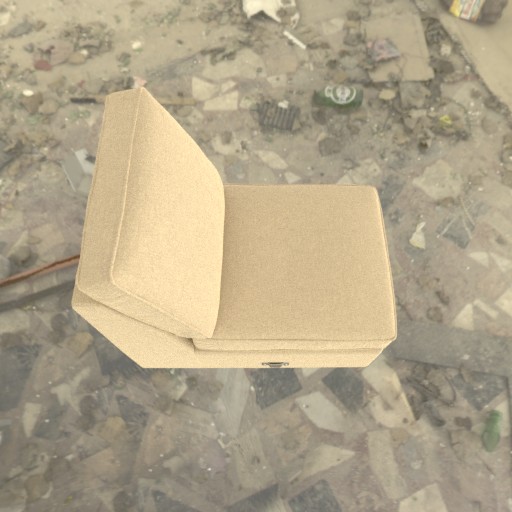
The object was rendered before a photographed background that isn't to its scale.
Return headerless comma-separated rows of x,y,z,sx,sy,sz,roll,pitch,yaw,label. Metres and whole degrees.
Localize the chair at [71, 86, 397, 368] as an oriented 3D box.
0.000,0.000,1.537,0.938,0.970,0.621,0,64,0,chair
